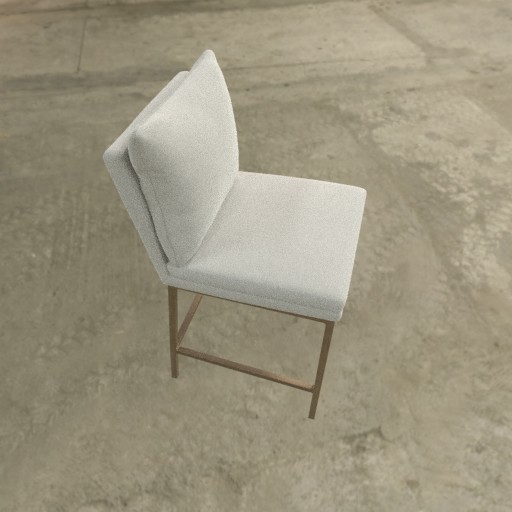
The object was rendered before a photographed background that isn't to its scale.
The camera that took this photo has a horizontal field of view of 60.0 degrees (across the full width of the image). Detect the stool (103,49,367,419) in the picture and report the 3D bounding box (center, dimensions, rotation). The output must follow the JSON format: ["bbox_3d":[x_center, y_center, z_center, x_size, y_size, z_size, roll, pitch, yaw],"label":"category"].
[{"bbox_3d":[0.000,0.000,1.347,0.572,1.032,0.463,12,47,11],"label":"stool"}]
